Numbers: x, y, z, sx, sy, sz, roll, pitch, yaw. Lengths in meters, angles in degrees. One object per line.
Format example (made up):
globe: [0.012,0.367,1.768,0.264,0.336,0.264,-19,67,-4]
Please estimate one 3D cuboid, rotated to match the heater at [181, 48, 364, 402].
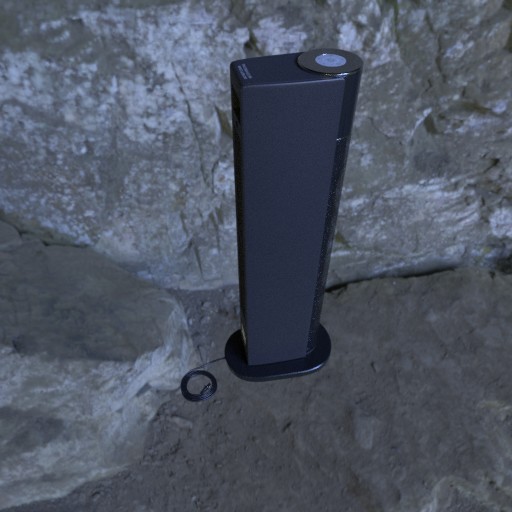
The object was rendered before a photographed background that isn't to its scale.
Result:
heater: [0.000,0.000,1.018,0.458,0.856,0.214,-10,46,-9]
